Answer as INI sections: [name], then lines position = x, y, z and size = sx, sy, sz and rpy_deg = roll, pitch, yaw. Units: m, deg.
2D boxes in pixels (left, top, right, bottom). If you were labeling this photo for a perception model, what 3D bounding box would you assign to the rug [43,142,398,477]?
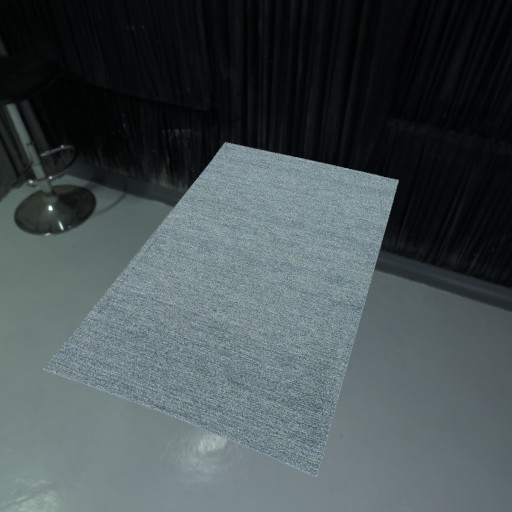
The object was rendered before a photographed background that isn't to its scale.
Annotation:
[rug]
position = 0.000, 0.000, 2.284
size = 1.174, 0.022, 1.853
rpy_deg = 16, 48, 15
